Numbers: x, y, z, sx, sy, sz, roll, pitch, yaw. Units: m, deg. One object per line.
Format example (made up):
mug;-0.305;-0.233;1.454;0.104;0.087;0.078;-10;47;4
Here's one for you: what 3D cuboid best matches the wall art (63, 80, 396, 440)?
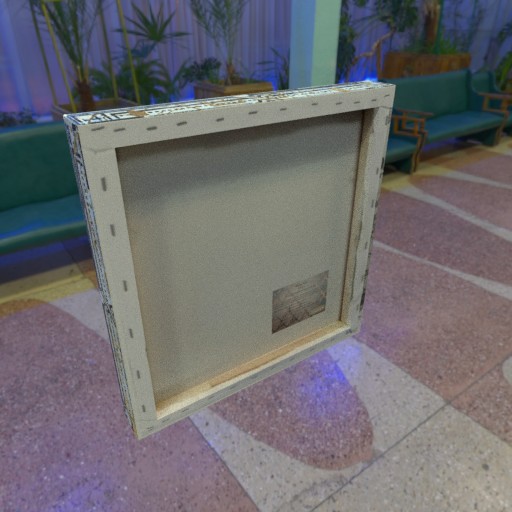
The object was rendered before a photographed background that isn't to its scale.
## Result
wall art;0.000;0.000;0.447;0.302;0.306;0.038;-18;34;-29
